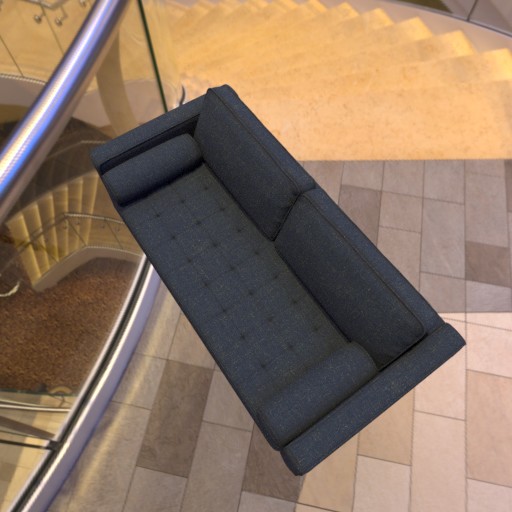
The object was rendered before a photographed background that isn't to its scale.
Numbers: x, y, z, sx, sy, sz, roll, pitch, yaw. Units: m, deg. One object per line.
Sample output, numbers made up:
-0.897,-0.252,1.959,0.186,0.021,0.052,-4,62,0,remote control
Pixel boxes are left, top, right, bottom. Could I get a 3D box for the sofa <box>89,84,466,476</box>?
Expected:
0.000,0.000,2.274,0.914,0.762,1.880,-32,68,-15,sofa
